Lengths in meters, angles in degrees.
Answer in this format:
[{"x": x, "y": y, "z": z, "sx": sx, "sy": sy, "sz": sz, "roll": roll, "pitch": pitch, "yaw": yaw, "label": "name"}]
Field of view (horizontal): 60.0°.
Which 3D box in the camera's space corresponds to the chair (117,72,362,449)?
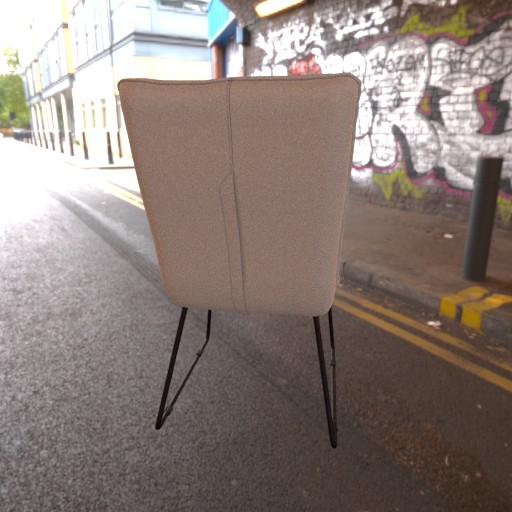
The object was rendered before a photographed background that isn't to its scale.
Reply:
[{"x": 0.000, "y": 0.000, "z": 1.303, "sx": 0.515, "sy": 0.930, "sz": 0.688, "roll": 2, "pitch": 16, "yaw": 8, "label": "chair"}]
